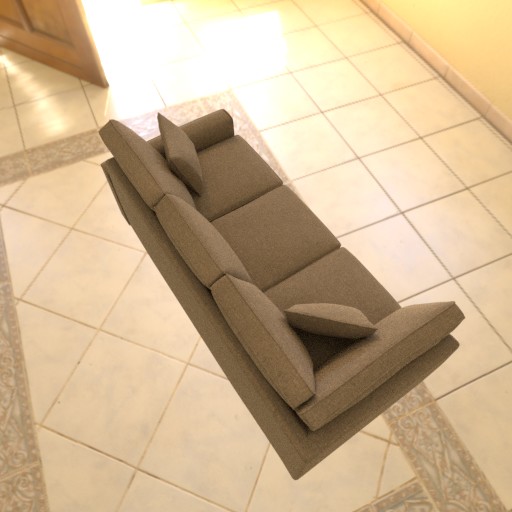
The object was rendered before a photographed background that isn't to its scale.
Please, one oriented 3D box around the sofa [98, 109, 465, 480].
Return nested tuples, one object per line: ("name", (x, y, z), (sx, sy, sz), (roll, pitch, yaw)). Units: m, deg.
("sofa", (0.000, 0.000, 2.817), (1.061, 0.962, 2.317), (-29, 62, -17))
